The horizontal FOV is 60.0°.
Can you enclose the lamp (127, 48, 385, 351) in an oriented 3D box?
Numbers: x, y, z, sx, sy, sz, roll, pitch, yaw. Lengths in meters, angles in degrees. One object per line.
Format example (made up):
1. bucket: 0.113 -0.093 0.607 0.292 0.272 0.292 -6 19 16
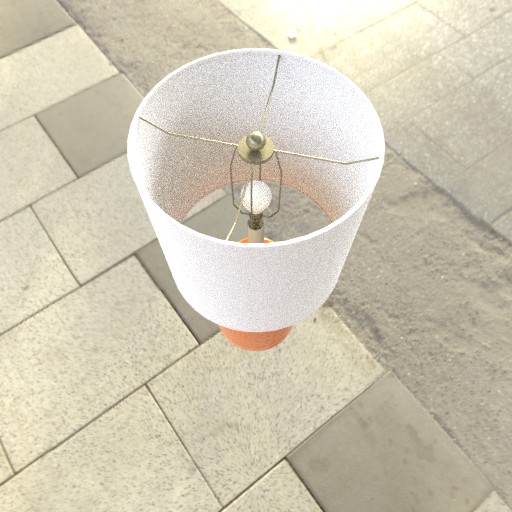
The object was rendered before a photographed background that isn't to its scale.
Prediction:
1. lamp: 0.000 0.000 1.111 0.418 0.871 0.418 -36 68 -17
